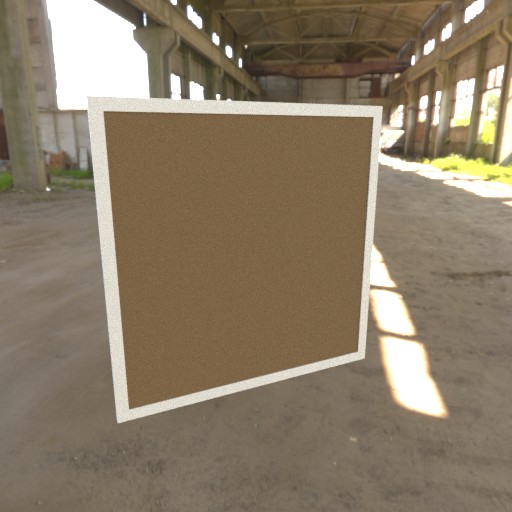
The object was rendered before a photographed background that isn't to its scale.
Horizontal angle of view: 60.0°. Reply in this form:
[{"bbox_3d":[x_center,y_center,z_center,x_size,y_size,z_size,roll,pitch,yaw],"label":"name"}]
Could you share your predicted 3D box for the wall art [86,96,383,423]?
[{"bbox_3d":[0.000,0.000,1.234,0.812,0.812,0.015,-7,17,-25],"label":"wall art"}]
